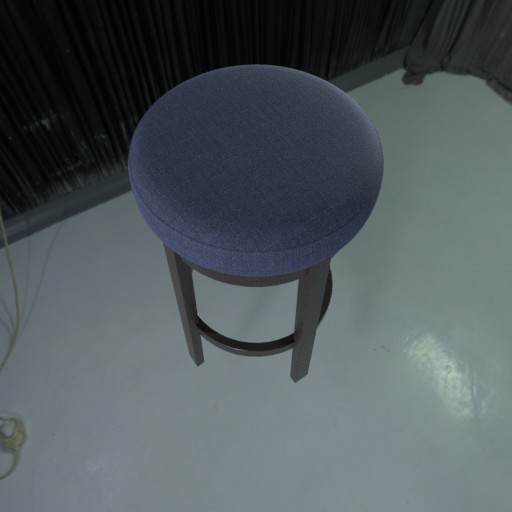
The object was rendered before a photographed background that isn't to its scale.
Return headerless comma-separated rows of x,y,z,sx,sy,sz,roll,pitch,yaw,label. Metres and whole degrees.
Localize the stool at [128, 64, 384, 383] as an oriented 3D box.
0.000,0.000,1.034,0.446,0.758,0.446,0,59,0,stool
